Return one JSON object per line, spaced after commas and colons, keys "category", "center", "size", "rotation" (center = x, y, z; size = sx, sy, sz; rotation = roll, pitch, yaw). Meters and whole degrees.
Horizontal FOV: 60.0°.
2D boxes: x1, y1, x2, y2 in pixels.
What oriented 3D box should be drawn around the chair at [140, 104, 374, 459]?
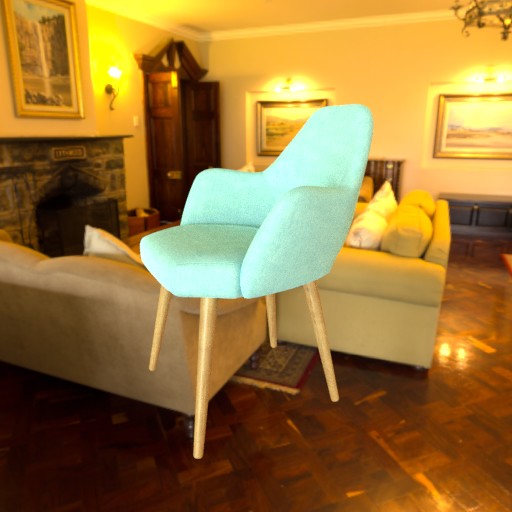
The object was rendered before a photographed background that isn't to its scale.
{"category": "chair", "center": [0.000, 0.000, 1.281], "size": [0.610, 0.840, 0.590], "rotation": [-8, 18, -25]}
